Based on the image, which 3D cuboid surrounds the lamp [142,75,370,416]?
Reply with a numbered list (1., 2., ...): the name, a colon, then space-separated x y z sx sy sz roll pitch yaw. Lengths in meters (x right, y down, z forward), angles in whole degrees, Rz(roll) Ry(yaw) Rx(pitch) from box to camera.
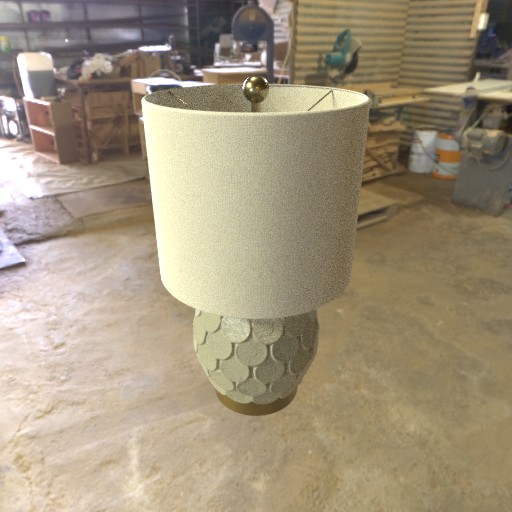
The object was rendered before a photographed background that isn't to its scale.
1. lamp: 0.000 0.000 0.596 0.254 0.452 0.254 0 27 0
